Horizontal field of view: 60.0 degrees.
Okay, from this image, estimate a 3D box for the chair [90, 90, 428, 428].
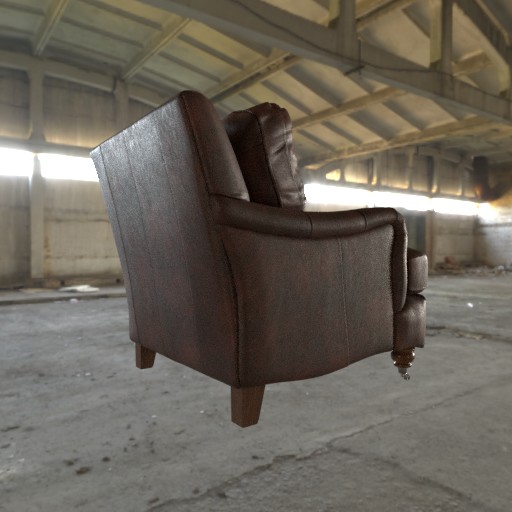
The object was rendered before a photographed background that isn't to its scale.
[{"bbox_3d":[0.000,0.000,1.902,1.156,1.051,0.987,-1,1,-36],"label":"chair"}]
